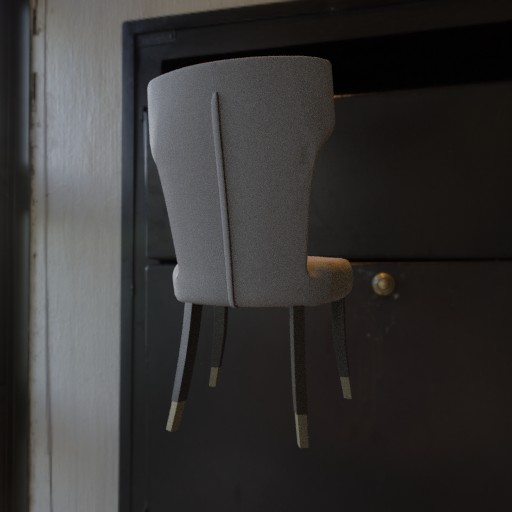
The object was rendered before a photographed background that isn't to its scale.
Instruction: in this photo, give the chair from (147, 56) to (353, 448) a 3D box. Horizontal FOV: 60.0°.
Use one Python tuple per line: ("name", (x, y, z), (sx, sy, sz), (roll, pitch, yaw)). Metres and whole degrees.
("chair", (0.000, 0.000, 1.332), (0.526, 0.950, 0.630), (0, -1, 18))
